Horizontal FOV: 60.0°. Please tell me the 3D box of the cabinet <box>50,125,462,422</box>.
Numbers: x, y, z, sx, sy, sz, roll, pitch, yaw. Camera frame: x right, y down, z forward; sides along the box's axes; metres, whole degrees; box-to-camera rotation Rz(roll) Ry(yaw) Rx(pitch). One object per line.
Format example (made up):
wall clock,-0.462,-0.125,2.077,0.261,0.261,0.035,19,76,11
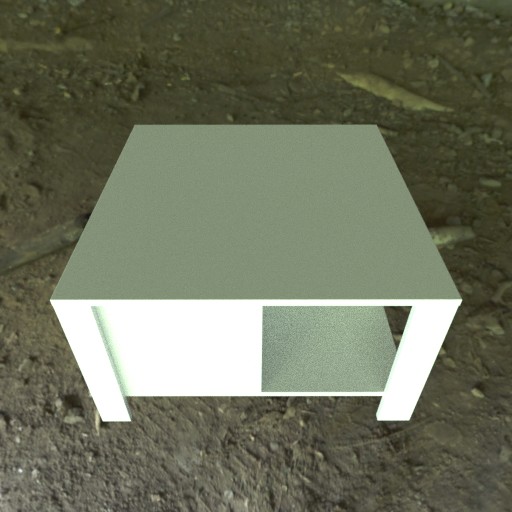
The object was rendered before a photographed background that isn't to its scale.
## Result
cabinet,0.000,0.000,1.312,0.800,0.460,0.800,0,41,0
